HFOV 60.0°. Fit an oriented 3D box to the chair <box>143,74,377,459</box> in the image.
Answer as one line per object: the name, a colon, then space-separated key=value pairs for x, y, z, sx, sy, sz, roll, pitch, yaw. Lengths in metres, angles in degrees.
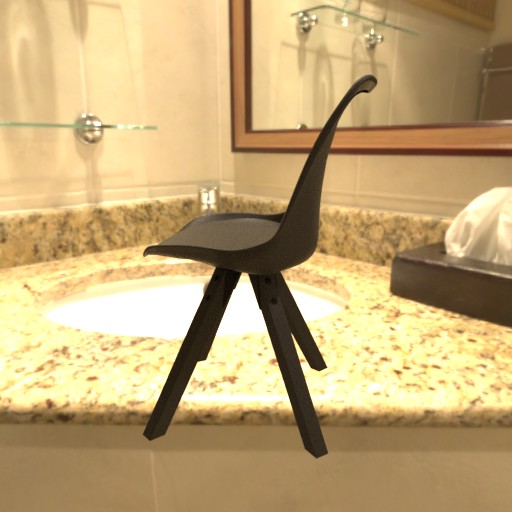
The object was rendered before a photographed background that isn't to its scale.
chair: x=0.000 y=0.000 z=1.165 sx=0.550 sy=0.850 sz=0.485 roll=2 pitch=15 yaw=9
